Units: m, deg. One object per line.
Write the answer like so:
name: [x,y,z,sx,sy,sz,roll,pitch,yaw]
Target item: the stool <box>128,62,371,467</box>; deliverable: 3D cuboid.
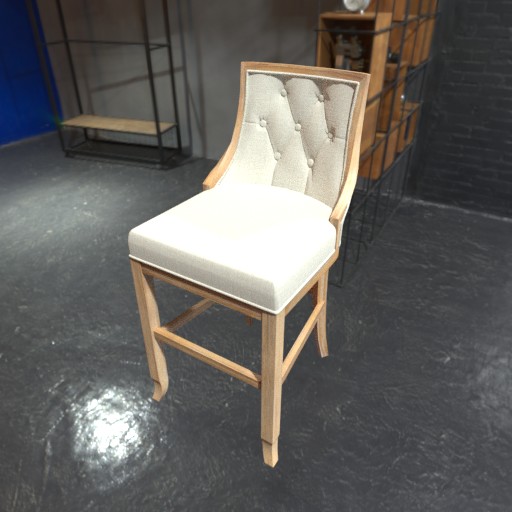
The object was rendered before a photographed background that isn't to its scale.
stool: [0.000,0.000,1.474,0.524,1.101,0.626,18,36,27]
